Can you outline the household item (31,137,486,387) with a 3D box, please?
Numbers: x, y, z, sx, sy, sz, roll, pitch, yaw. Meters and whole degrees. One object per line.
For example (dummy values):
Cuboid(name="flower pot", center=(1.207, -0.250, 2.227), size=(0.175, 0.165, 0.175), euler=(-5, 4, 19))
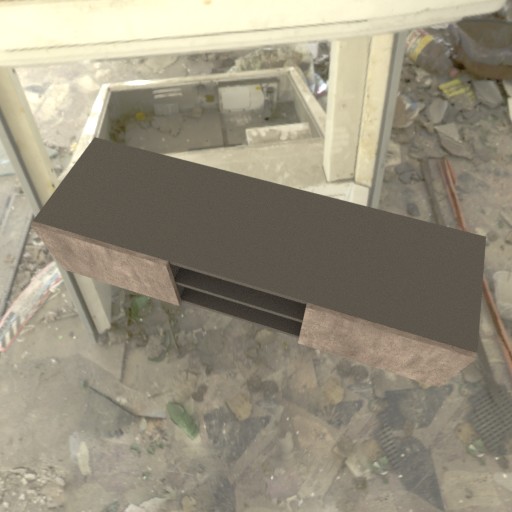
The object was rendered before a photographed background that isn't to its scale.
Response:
Cuboid(name="household item", center=(0.000, 0.000, 1.550), size=(1.400, 0.310, 0.420), euler=(16, 60, 10))
